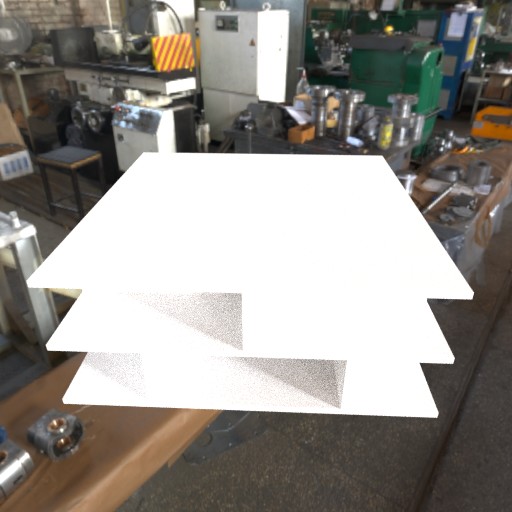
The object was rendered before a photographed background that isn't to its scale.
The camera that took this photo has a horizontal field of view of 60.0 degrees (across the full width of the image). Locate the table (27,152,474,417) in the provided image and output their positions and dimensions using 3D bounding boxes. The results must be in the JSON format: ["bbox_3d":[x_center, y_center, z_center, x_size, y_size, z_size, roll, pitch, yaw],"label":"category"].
[{"bbox_3d":[0.000,0.000,1.067,0.700,0.289,0.700,1,30,2],"label":"table"}]
